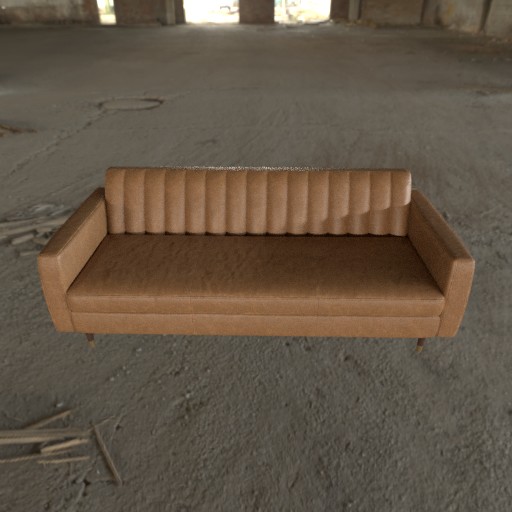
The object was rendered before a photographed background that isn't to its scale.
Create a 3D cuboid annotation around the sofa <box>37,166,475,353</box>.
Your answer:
[{"bbox_3d":[0.000,0.000,2.740,2.291,0.821,0.990,1,30,1],"label":"sofa"}]
